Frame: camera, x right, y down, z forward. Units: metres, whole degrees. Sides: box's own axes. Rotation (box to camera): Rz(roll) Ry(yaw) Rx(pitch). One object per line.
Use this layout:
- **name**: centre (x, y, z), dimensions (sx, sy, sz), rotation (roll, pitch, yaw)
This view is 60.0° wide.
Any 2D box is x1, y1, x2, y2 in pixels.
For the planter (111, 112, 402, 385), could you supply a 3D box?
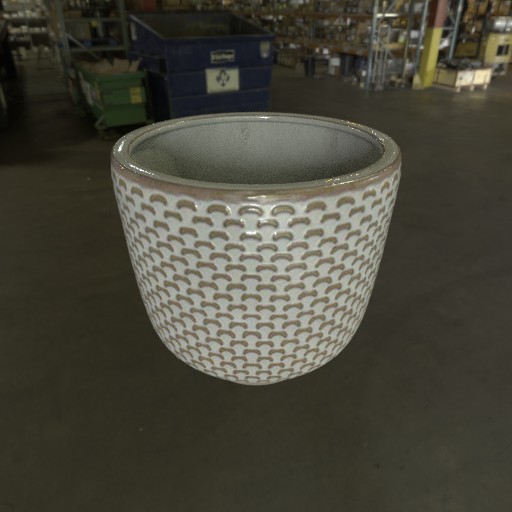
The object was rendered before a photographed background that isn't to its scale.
- **planter**: centre (0.000, 0.000, 0.248), dimensions (0.139, 0.130, 0.139), rotation (0, 29, 0)
